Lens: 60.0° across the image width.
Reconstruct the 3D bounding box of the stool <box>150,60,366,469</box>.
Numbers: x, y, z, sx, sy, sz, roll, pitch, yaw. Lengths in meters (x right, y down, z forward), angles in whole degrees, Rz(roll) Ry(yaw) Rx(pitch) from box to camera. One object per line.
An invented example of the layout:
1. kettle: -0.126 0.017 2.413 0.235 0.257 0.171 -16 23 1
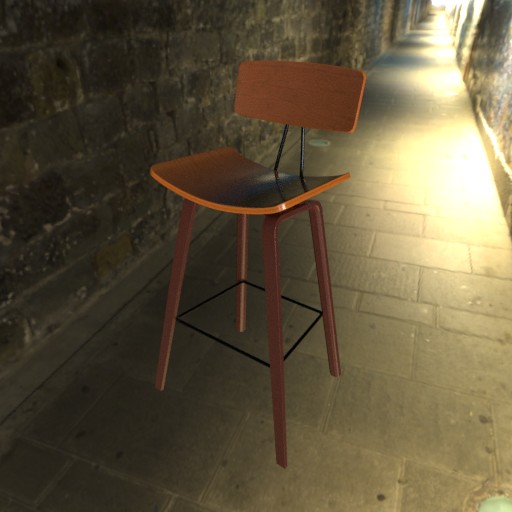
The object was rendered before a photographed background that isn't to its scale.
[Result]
1. stool: 0.000 0.000 1.252 0.509 0.969 0.440 20 35 30
